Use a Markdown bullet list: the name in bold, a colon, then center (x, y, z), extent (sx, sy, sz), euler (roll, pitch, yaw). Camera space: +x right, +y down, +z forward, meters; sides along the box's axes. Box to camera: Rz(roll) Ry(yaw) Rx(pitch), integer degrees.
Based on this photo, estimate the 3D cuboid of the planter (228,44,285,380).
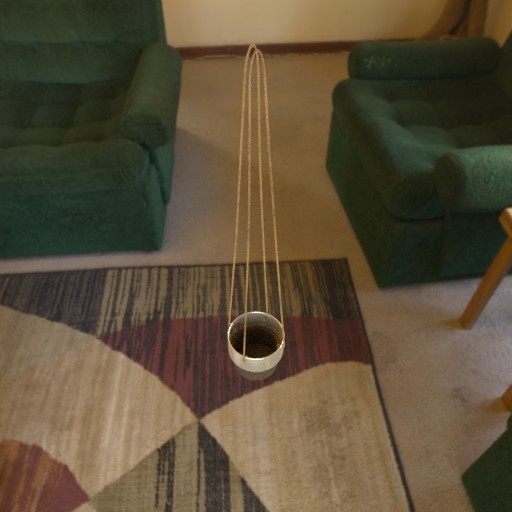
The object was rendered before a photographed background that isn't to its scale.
- **planter**: center (0.000, 0.000, 1.177), extent (0.187, 1.073, 0.187), euler (-16, 48, -15)
